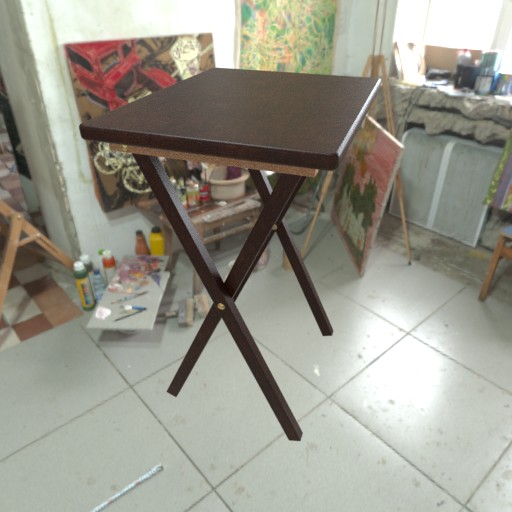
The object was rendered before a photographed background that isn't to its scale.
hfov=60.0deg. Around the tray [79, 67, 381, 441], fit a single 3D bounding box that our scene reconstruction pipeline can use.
[{"bbox_3d":[0.000,0.000,0.954,0.381,0.660,0.483,11,34,16],"label":"tray"}]
